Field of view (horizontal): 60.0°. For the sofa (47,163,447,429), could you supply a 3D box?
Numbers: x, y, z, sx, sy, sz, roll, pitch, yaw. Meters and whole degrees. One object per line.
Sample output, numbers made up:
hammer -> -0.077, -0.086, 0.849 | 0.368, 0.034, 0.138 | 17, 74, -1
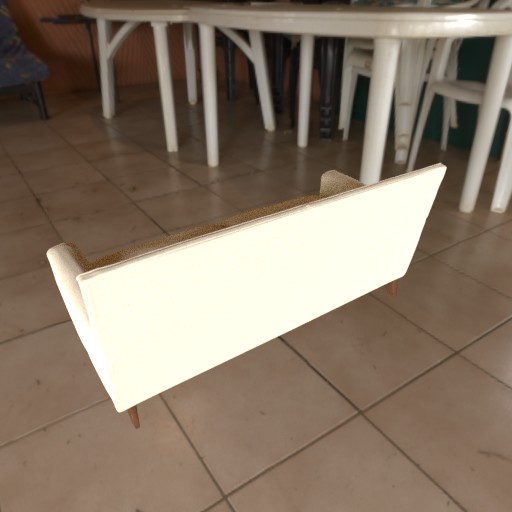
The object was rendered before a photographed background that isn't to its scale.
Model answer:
sofa -> 0.000, 0.000, 2.462 | 2.001, 0.907, 0.841 | -20, 36, -30
